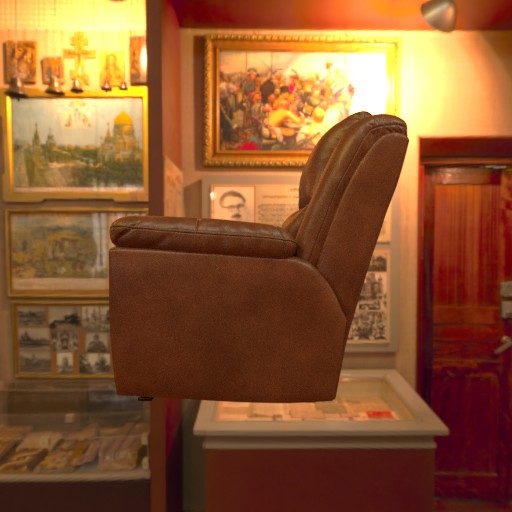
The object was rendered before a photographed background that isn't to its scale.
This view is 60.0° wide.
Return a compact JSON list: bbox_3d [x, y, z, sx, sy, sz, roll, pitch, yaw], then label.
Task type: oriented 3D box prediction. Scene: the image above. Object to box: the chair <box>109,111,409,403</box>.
[{"bbox_3d":[0.000,0.000,1.913,1.041,1.093,0.990,0,2,2],"label":"chair"}]
